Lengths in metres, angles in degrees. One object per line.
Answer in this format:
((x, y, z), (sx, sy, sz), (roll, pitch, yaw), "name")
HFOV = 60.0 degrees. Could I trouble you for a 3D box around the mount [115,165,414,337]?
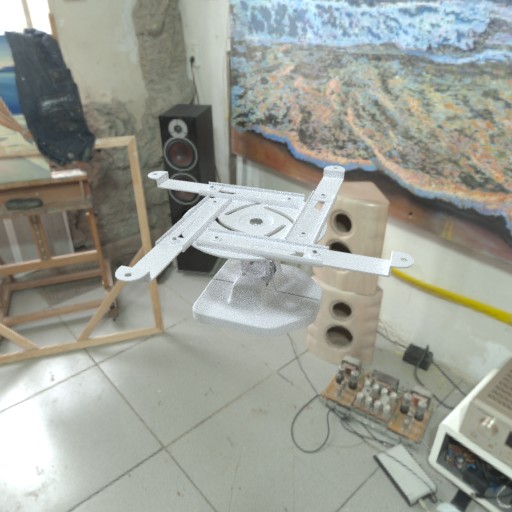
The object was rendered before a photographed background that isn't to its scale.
((0.000, 0.000, 0.606), (0.394, 0.141, 0.394), (10, 32, 16), "mount")
